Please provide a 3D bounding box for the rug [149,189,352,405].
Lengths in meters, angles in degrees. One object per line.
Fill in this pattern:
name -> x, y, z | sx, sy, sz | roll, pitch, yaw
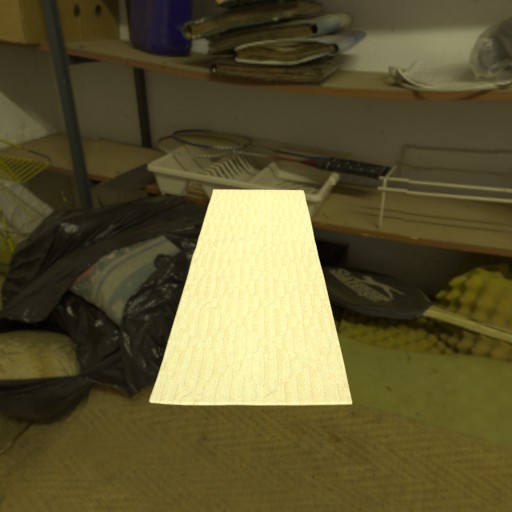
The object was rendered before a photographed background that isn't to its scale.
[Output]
rug -> 0.000, 0.000, 2.779 | 0.793, 0.014, 2.450 | 0, 28, 1
